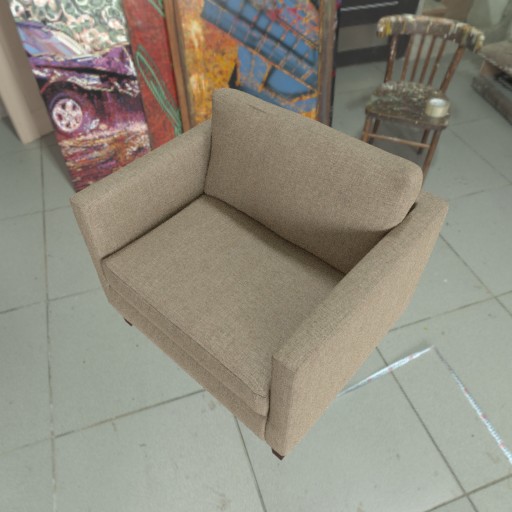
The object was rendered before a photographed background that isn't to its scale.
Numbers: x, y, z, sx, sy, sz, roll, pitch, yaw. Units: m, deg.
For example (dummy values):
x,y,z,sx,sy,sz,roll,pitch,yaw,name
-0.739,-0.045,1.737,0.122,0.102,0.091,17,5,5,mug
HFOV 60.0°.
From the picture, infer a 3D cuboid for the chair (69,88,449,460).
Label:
x,y,z,sx,sy,sz,roll,pitch,yaw,name
0.000,0.000,1.832,1.107,0.987,0.959,33,56,27,chair
